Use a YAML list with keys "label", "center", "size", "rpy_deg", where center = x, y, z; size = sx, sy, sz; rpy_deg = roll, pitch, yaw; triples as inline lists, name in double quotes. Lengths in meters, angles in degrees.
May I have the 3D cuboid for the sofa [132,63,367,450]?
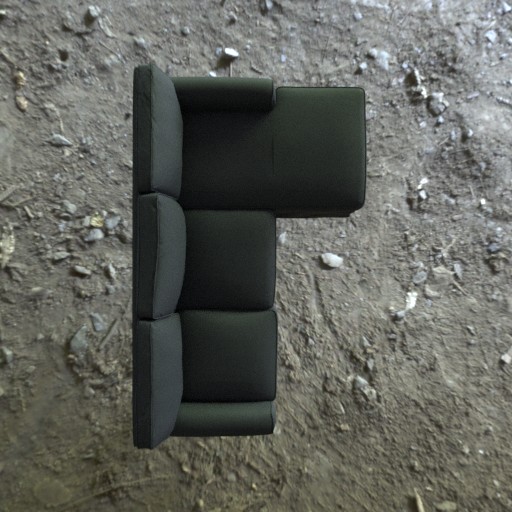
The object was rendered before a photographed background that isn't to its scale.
- label: "sofa"
  center: [0.000, 0.000, 3.211]
  size: [1.637, 1.039, 2.518]
  rpy_deg: [0, 90, -1]
